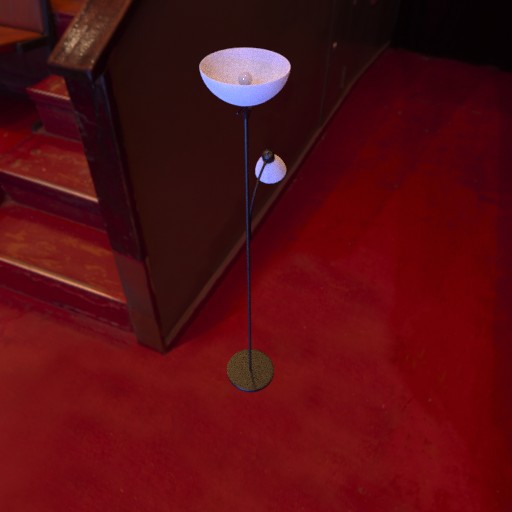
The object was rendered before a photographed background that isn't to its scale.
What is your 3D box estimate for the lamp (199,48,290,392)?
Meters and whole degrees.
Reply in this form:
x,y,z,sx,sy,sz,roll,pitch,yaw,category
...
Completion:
x,y,z,sx,sy,sz,roll,pitch,yaw,category
0.000,0.000,2.027,0.279,1.804,0.442,17,48,16,lamp
